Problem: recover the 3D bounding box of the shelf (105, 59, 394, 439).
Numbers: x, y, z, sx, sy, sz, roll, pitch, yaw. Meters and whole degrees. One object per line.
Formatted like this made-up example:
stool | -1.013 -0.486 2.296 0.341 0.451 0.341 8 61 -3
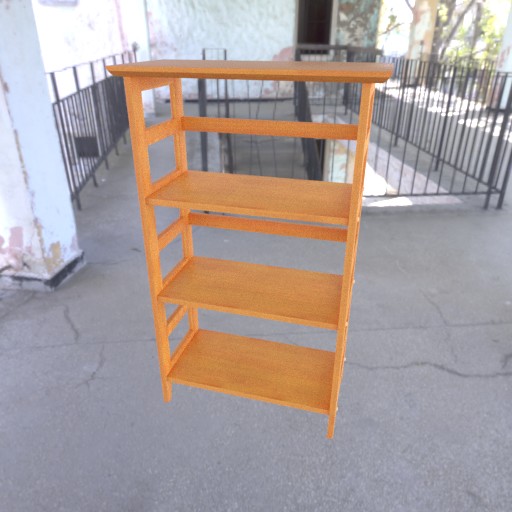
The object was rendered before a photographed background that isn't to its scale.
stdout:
shelf | 0.000 0.000 1.342 0.660 1.067 0.305 7 28 14
